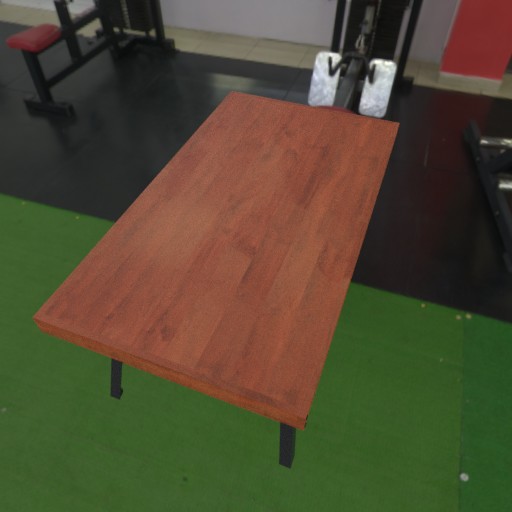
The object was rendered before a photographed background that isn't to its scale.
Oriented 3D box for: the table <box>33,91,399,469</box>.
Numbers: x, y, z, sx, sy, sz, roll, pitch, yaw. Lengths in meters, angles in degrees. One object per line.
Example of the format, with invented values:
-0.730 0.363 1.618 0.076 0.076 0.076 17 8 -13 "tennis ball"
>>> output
0.000 0.000 1.373 0.610 0.457 1.067 16 49 14 "table"
